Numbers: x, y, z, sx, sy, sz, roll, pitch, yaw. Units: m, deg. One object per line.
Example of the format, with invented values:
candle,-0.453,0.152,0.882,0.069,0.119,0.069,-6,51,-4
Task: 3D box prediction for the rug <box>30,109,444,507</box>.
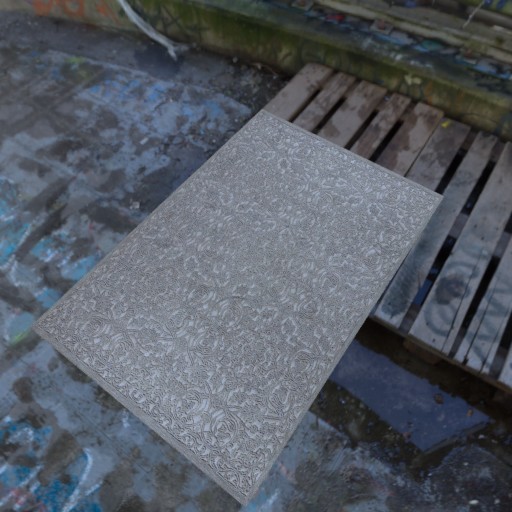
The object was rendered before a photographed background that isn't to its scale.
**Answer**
rug,0.000,0.000,2.223,1.221,0.006,1.827,31,63,18
